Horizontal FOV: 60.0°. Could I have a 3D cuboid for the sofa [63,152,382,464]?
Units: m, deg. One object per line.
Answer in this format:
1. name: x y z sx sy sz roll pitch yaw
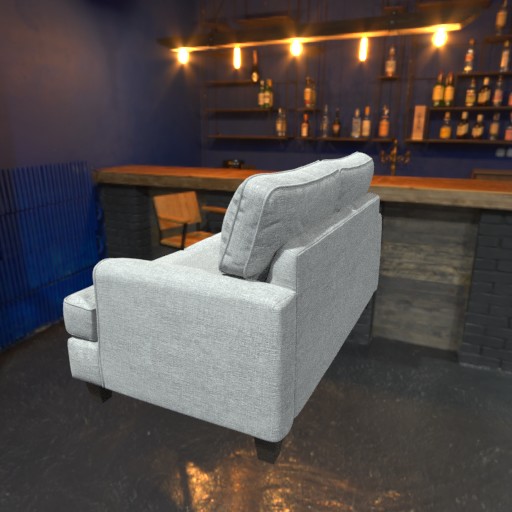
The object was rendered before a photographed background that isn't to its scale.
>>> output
1. sofa: 0.000 0.000 2.220 0.965 0.965 1.651 8 18 24
